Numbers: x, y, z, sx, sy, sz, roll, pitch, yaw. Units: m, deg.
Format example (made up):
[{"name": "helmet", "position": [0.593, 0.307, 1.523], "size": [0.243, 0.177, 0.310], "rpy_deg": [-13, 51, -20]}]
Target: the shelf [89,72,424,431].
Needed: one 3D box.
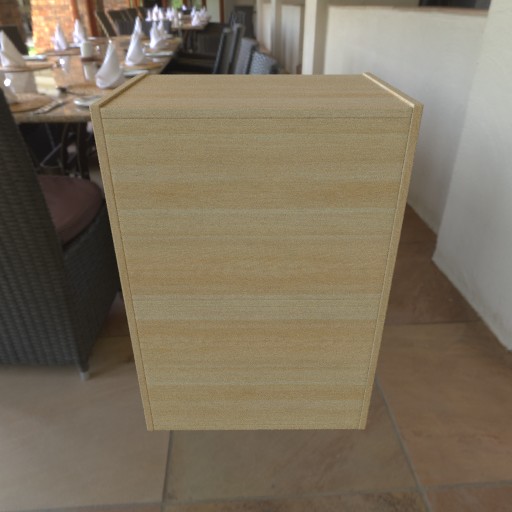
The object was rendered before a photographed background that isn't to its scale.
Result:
[{"name": "shelf", "position": [0.000, 0.000, 0.815], "size": [0.414, 0.592, 0.290], "rpy_deg": [0, 30, 0]}]
